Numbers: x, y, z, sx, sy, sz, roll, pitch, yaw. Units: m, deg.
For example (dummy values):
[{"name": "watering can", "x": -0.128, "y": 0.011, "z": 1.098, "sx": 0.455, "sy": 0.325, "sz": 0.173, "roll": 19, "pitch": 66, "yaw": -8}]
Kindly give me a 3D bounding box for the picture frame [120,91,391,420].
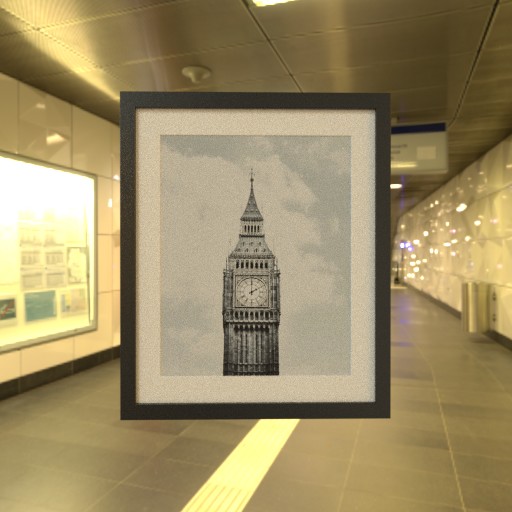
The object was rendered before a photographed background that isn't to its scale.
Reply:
[{"name": "picture frame", "x": 0.000, "y": 0.000, "z": 0.767, "sx": 0.460, "sy": 0.556, "sz": 0.028, "roll": 0, "pitch": 0, "yaw": -1}]
